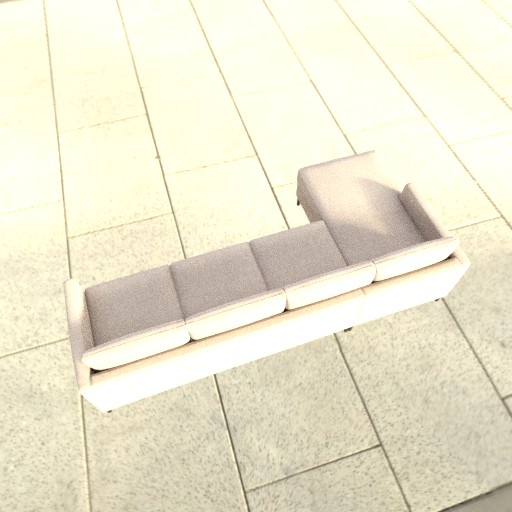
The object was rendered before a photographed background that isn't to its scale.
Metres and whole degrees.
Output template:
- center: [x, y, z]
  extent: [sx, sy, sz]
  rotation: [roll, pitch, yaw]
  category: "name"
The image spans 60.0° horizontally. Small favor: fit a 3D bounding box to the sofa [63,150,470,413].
- center: [0.000, 0.000, 3.574]
  extent: [2.923, 0.816, 1.469]
  rotation: [-16, 59, -10]
  category: "sofa"
